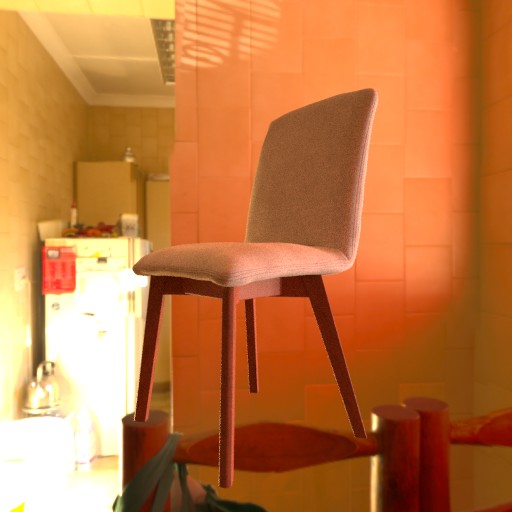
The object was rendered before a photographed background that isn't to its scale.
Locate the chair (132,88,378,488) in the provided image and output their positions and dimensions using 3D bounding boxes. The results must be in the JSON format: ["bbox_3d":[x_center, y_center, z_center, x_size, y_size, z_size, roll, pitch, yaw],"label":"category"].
[{"bbox_3d":[0.000,0.000,1.278,0.563,0.974,0.522,-1,1,-38],"label":"chair"}]
